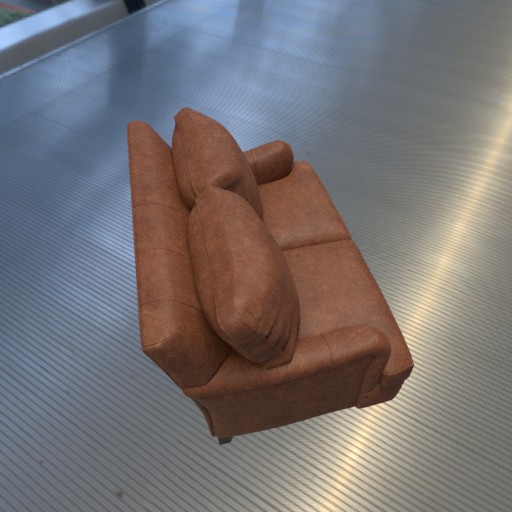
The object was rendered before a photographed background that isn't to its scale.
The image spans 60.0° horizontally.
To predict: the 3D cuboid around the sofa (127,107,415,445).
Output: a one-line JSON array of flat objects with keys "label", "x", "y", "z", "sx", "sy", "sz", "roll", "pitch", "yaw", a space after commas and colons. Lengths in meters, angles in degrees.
[{"label": "sofa", "x": 0.000, "y": 0.000, "z": 2.247, "sx": 1.077, "sy": 1.004, "sz": 1.527, "roll": -10, "pitch": 48, "yaw": -9}]
